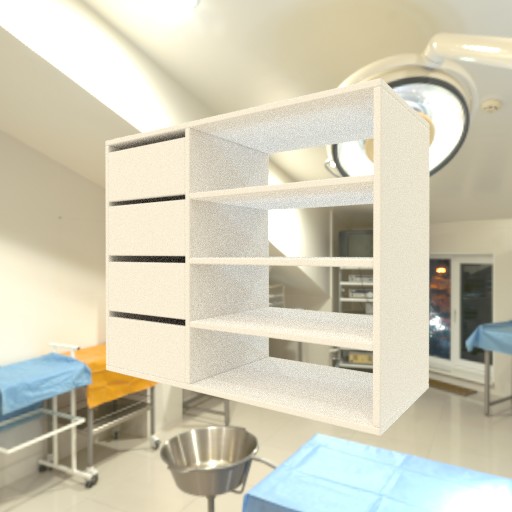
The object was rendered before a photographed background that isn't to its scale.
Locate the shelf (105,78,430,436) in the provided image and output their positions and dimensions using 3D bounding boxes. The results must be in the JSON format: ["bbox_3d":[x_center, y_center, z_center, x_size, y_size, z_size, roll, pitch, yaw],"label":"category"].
[{"bbox_3d":[0.000,0.000,1.321,0.895,0.732,0.396,0,1,35],"label":"shelf"}]
